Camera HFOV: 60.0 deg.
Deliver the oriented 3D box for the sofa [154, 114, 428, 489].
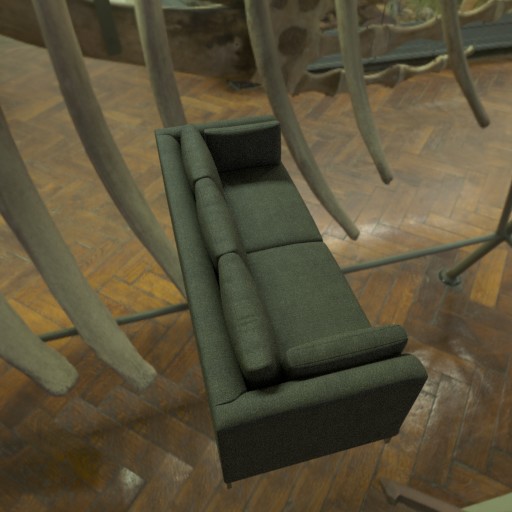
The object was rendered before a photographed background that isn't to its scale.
[{"bbox_3d":[0.000,0.000,2.885,0.969,0.867,2.415,-11,47,-10],"label":"sofa"}]
